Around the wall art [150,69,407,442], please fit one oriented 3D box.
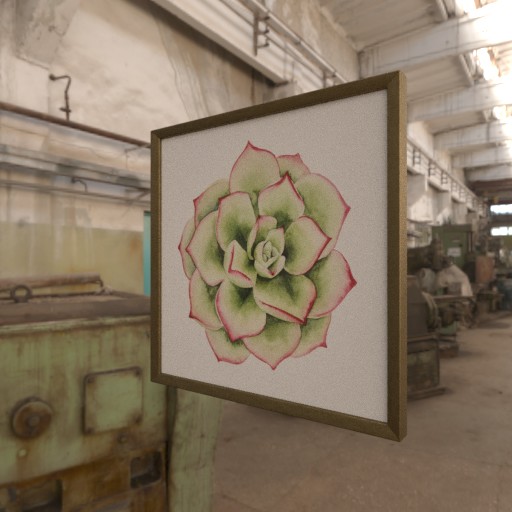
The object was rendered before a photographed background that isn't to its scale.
[{"bbox_3d":[0.000,0.000,0.760,0.503,0.506,0.031,0,0,36],"label":"wall art"}]
